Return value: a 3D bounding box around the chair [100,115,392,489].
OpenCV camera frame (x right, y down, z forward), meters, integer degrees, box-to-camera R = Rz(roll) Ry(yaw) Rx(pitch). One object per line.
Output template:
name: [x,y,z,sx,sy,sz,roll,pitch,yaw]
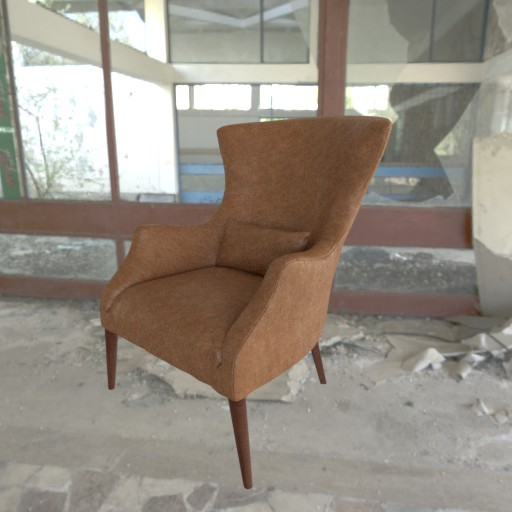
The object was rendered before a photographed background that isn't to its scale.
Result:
chair: [0.000,0.000,1.710,0.846,1.067,0.955,13,20,42]
